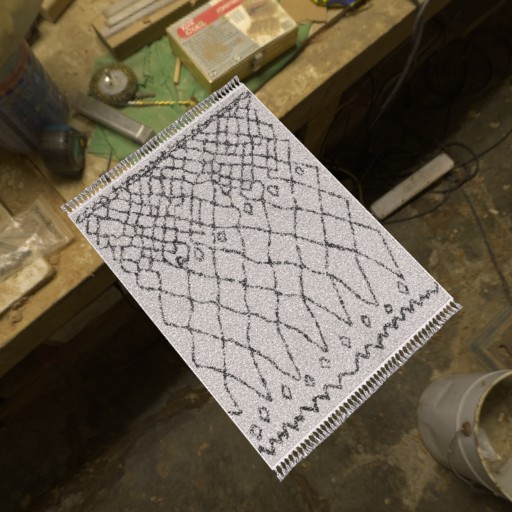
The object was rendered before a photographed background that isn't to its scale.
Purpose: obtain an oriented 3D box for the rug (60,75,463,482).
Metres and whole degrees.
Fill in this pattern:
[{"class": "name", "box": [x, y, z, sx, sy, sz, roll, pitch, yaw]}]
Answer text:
[{"class": "rug", "box": [0.000, 0.000, 3.003, 1.613, 0.017, 2.312, -40, 79, -9]}]
